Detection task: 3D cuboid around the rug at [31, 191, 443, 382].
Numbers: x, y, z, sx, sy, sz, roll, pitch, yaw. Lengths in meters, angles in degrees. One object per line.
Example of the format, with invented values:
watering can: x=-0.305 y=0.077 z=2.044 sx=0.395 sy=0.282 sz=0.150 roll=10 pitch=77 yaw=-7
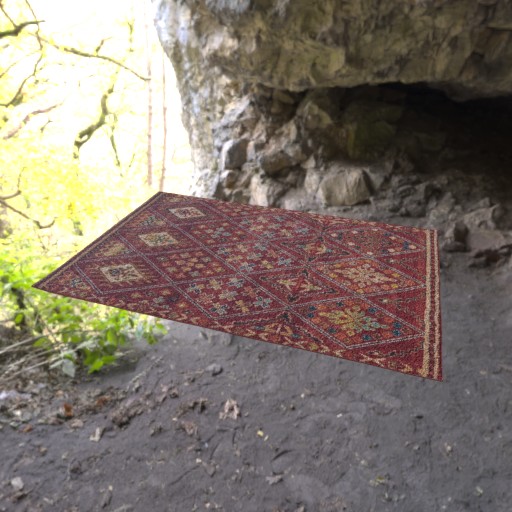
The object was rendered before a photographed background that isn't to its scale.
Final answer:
rug: x=0.000 y=0.000 z=2.909 sx=2.286 sy=0.026 sz=1.521 roll=10 pitch=33 yaw=16
